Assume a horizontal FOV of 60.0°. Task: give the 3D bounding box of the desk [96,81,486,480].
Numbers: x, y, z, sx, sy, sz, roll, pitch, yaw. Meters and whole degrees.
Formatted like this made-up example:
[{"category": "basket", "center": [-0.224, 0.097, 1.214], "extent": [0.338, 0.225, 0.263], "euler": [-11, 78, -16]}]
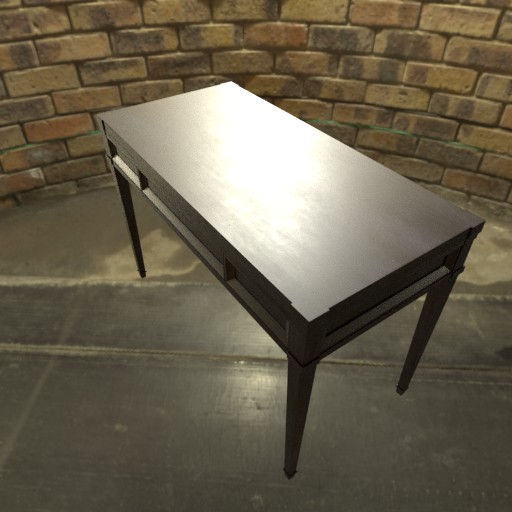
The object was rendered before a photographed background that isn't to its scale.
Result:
[{"category": "desk", "center": [0.000, 0.000, 1.752], "extent": [0.630, 0.861, 1.289], "euler": [-25, 47, -26]}]
